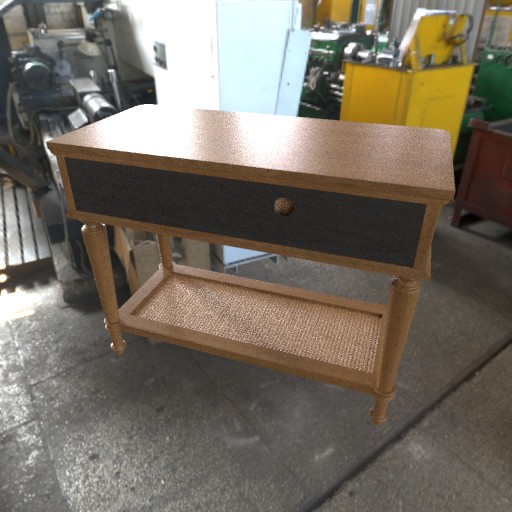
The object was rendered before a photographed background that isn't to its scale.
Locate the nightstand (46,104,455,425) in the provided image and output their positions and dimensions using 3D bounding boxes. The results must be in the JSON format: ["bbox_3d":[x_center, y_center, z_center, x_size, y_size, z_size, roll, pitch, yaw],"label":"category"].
[{"bbox_3d":[0.000,0.000,1.285,0.914,0.700,0.432,10,33,16],"label":"nightstand"}]
